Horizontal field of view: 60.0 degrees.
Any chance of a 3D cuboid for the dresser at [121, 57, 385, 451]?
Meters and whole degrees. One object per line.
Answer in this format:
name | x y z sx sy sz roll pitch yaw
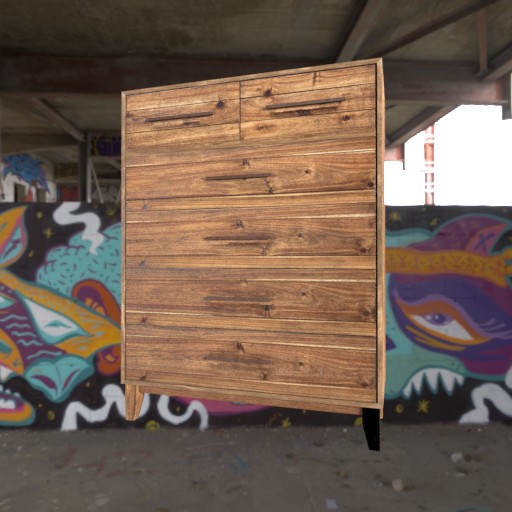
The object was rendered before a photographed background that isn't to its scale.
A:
dresser | 0.000 0.000 1.915 1.062 1.393 0.442 0 0 17
